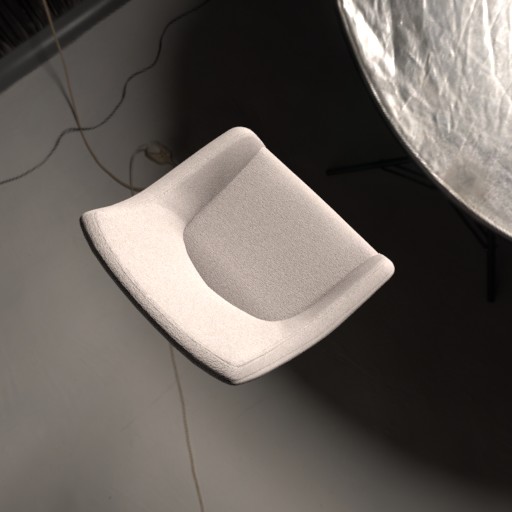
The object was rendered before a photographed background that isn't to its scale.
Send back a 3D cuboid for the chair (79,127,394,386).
[{"bbox_3d":[0.000,0.000,1.272,0.600,0.889,0.609,-43,80,-10],"label":"chair"}]
